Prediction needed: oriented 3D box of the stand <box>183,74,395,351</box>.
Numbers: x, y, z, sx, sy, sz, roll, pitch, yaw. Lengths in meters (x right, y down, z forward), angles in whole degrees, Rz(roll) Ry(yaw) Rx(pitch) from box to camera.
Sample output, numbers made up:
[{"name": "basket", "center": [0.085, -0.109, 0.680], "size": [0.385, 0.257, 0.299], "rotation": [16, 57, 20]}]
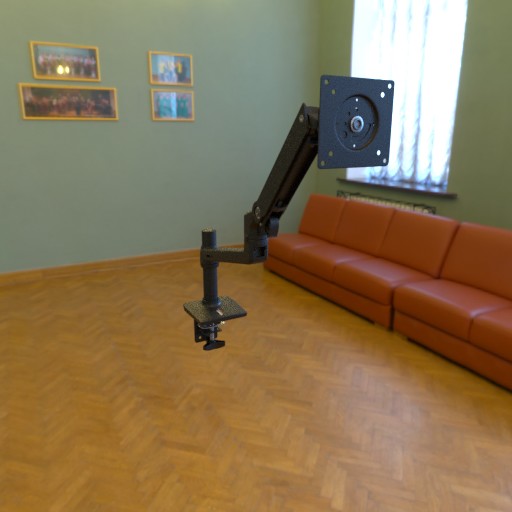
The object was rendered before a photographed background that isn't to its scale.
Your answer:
[{"name": "stand", "center": [0.000, 0.000, 1.037], "size": [0.152, 0.713, 0.650], "rotation": [-8, 17, -28]}]
